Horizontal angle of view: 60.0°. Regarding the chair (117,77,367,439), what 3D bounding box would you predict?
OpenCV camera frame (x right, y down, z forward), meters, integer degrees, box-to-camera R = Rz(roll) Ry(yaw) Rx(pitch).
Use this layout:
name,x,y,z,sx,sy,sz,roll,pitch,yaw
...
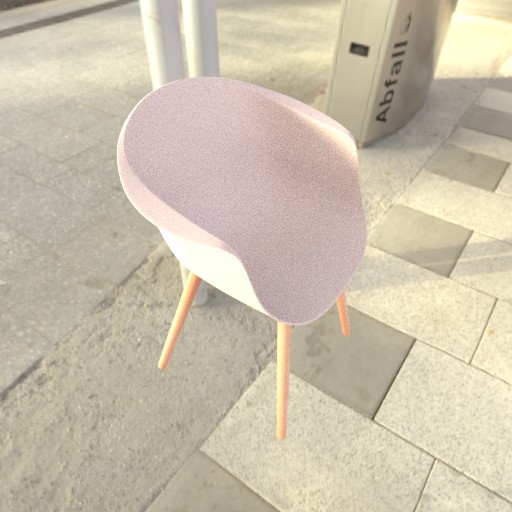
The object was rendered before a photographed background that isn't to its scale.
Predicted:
name,x,y,z,sx,sy,sz,roll,pitch,yaw
chair,0.000,0.000,1.154,0.504,0.781,0.593,24,47,24
